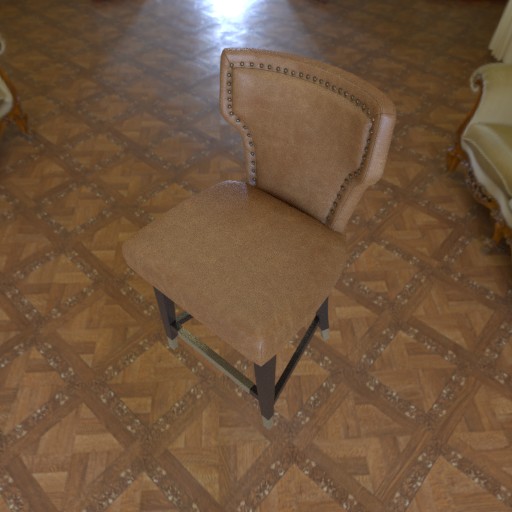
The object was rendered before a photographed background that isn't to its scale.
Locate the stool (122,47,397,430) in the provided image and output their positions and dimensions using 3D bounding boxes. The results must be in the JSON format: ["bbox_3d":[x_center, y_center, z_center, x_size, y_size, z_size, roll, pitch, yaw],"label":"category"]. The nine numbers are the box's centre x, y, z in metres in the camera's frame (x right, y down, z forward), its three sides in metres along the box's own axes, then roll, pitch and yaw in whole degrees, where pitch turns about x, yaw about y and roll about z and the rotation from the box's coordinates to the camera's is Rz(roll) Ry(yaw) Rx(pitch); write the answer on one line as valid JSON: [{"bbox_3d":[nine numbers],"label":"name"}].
[{"bbox_3d":[0.000,0.000,1.313,0.526,0.982,0.563,32,54,27],"label":"stool"}]
